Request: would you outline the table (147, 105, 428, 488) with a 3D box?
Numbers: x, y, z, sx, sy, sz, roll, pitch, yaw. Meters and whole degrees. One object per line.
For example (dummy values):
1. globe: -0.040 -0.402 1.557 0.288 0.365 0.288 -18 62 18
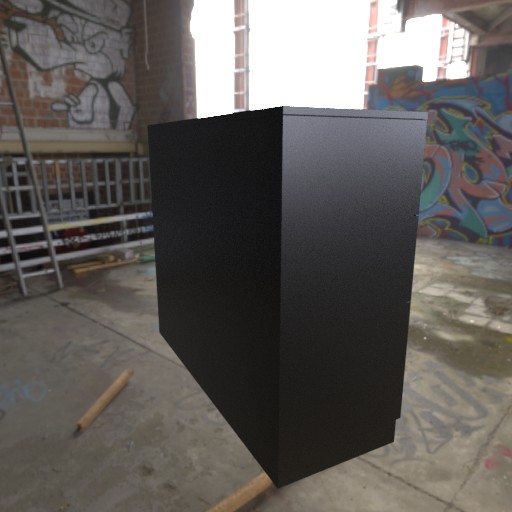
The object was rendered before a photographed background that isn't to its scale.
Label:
1. table: 0.000 0.000 1.350 0.380 0.790 0.930 -7 16 -27
